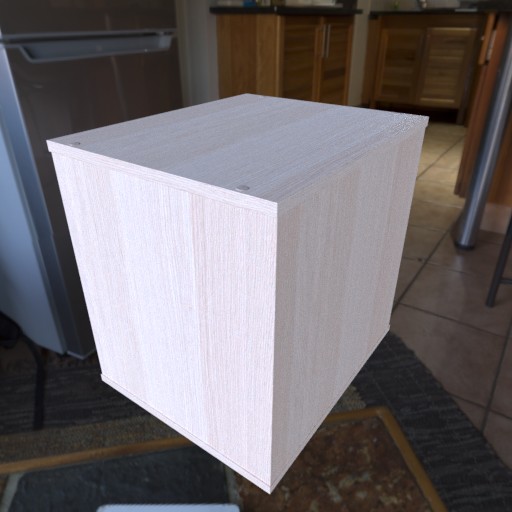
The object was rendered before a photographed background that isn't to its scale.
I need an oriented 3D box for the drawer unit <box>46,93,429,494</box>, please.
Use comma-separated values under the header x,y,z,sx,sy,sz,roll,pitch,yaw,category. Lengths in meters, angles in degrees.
x,y,z,sx,sy,sz,roll,pitch,yaw,category
0.000,0.000,0.598,0.290,0.344,0.349,20,35,31,drawer unit
